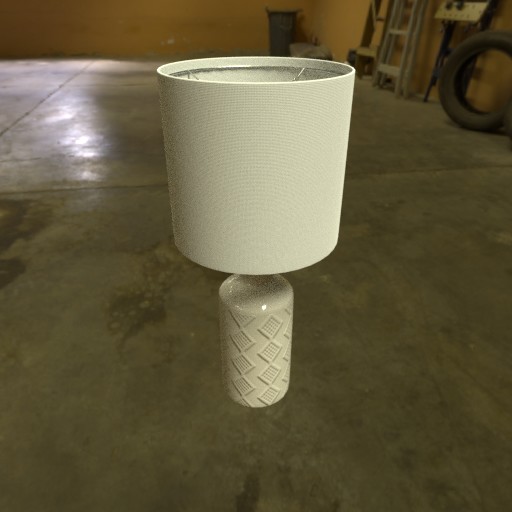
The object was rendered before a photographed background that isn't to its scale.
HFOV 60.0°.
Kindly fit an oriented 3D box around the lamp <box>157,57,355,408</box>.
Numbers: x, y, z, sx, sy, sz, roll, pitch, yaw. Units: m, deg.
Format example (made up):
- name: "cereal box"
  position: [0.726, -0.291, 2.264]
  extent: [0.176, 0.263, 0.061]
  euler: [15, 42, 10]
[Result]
- name: "lamp"
  position: [0.000, 0.000, 0.584]
  extent: [0.207, 0.461, 0.207]
  euler: [20, 35, 31]
